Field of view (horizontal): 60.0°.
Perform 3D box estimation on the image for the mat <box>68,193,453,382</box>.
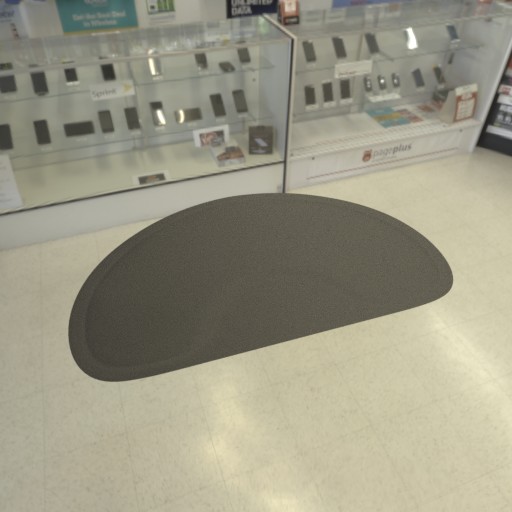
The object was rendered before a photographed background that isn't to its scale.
[{"bbox_3d":[0.000,0.000,1.884,1.524,0.013,0.913,-12,44,-13],"label":"mat"}]
